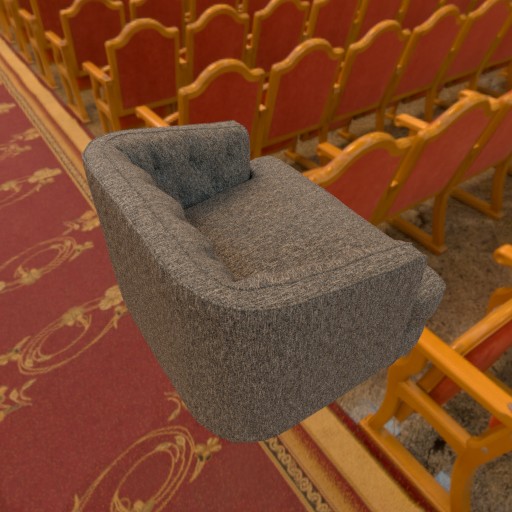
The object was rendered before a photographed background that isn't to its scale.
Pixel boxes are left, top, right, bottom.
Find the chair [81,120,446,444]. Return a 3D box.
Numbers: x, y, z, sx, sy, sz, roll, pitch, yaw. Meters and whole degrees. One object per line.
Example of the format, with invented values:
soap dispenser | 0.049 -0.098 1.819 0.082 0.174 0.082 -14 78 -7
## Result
chair | 0.000 0.000 1.701 0.941 0.852 1.104 -25 48 -24
